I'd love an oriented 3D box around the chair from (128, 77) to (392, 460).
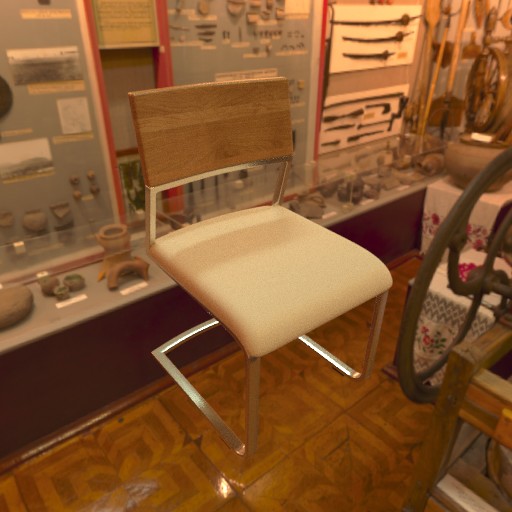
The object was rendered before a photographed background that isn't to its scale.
[{"bbox_3d":[0.000,0.000,1.204,0.467,0.844,0.585,-20,35,-33],"label":"chair"}]
